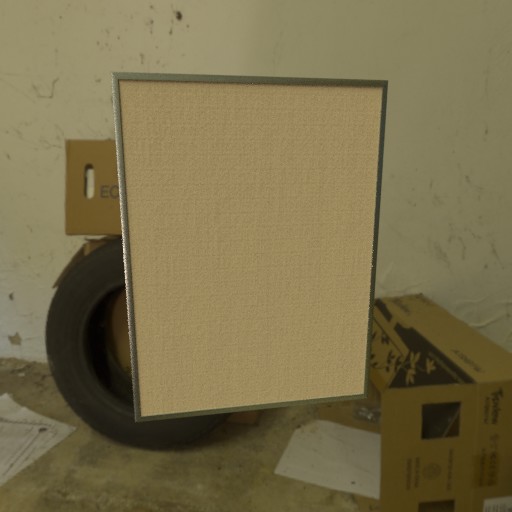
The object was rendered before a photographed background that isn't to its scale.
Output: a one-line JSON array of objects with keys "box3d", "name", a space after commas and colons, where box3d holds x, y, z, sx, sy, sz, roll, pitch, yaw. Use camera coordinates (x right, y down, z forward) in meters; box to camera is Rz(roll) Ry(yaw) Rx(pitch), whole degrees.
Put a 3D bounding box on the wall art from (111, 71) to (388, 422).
[{"box3d": [0.000, 0.000, 1.404, 0.803, 1.062, 0.041, -2, 13, -10], "name": "wall art"}]
